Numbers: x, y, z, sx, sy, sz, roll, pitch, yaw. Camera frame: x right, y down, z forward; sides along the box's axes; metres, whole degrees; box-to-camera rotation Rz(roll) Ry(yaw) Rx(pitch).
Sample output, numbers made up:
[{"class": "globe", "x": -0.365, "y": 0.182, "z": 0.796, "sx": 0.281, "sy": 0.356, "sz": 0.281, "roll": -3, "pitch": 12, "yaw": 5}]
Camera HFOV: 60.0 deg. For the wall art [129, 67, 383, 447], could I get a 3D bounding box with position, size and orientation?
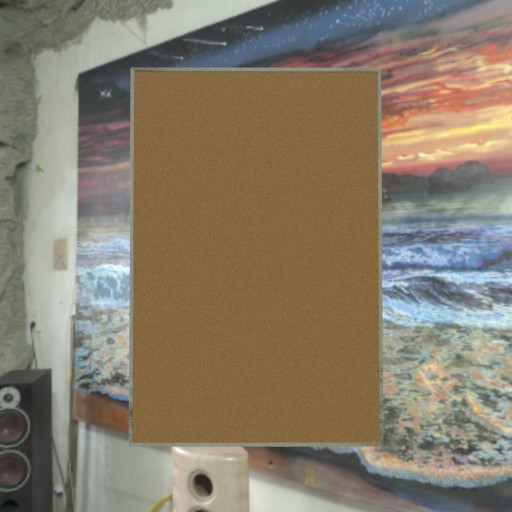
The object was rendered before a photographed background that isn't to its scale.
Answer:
[{"class": "wall art", "x": 0.000, "y": 0.000, "z": 0.464, "sx": 0.254, "sy": 0.381, "sz": 0.038, "roll": 0, "pitch": -1, "yaw": 0}]
